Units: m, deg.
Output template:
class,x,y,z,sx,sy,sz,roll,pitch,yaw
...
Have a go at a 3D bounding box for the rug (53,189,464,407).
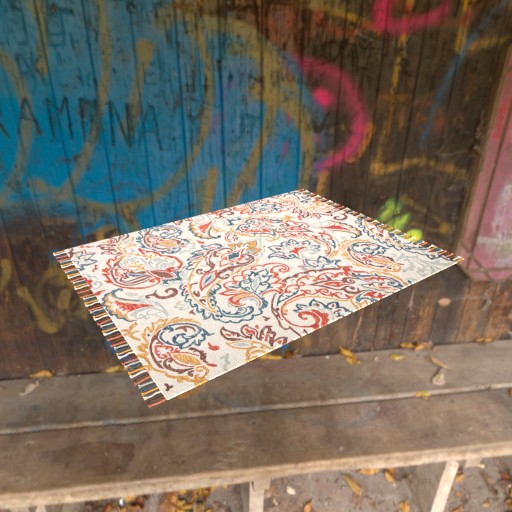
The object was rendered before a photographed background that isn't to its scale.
class,x,y,z,sx,sy,sz,roll,pitch,yaw
rug,0.000,0.000,4.392,3.274,0.015,2.439,-18,33,-30
